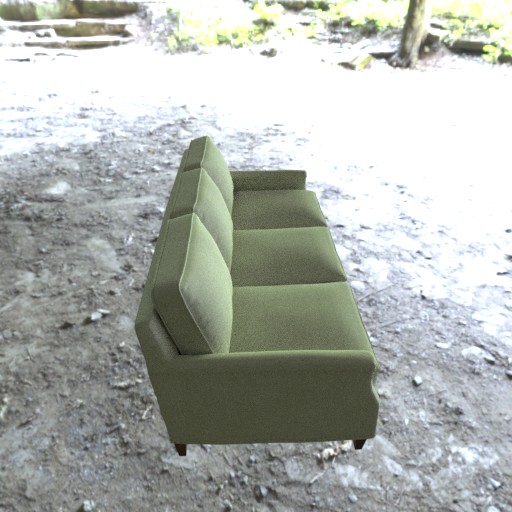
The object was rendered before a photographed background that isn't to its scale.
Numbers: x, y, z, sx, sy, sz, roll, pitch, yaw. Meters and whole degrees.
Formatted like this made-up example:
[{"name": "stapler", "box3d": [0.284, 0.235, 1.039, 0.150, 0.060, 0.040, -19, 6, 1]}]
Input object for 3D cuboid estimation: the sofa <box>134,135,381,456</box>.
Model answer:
[{"name": "sofa", "box3d": [0.000, 0.000, 2.867, 1.084, 1.003, 2.246, -1, 32, -2]}]
